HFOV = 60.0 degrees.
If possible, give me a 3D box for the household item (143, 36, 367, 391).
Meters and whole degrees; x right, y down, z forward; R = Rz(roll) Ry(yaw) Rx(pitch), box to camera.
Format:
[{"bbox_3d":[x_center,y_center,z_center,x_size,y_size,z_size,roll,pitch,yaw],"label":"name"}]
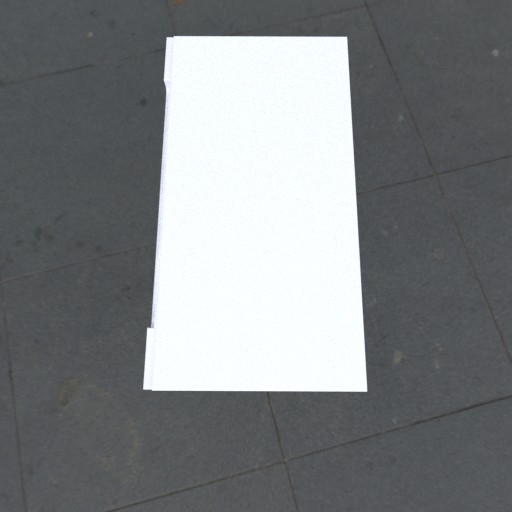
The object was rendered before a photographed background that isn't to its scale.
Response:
[{"bbox_3d":[0.000,0.000,1.418,0.420,1.010,0.790,0,75,0],"label":"household item"}]
